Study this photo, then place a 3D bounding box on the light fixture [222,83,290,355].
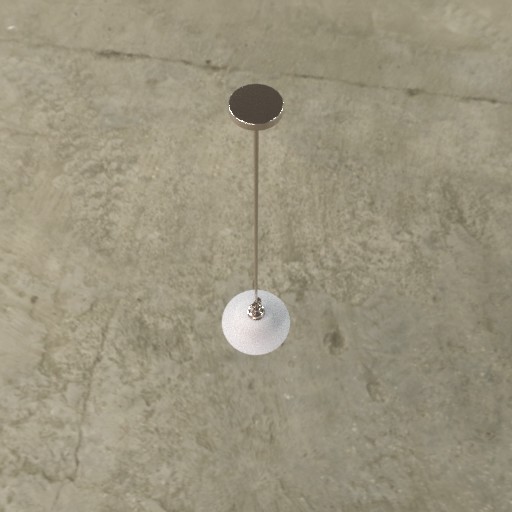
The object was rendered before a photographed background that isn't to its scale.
[{"bbox_3d":[0.000,0.000,1.502,0.324,1.354,0.324,34,68,16],"label":"light fixture"}]
